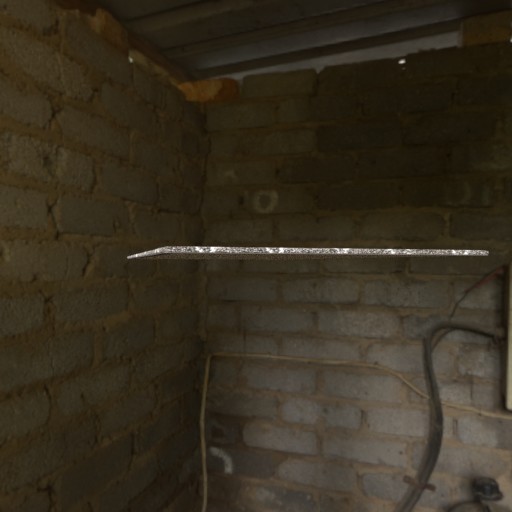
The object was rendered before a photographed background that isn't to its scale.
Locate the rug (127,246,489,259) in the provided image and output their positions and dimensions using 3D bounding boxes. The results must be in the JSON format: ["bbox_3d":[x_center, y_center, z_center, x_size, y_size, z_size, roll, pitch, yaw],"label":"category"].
[{"bbox_3d":[0.000,0.000,3.439,1.778,0.030,2.743,0,-1,-19],"label":"rug"}]
